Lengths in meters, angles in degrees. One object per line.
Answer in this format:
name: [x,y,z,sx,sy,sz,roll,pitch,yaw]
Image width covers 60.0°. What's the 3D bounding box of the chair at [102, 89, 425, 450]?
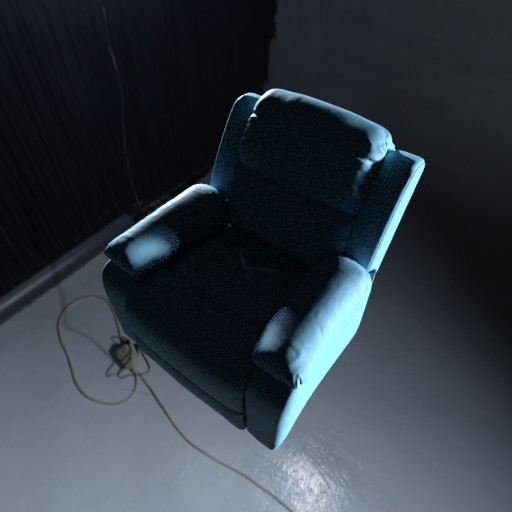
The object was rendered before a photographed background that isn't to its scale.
chair: [0.000,0.000,1.289,0.680,0.702,0.709,30,54,25]
